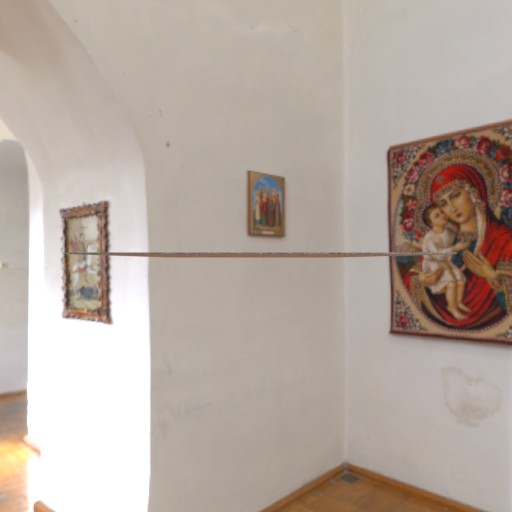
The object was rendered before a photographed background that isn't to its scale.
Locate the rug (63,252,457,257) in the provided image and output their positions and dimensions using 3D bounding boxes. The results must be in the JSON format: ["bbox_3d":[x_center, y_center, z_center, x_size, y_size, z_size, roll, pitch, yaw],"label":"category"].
[{"bbox_3d":[0.000,0.000,2.852,1.521,0.006,2.283,0,-1,-1],"label":"rug"}]
